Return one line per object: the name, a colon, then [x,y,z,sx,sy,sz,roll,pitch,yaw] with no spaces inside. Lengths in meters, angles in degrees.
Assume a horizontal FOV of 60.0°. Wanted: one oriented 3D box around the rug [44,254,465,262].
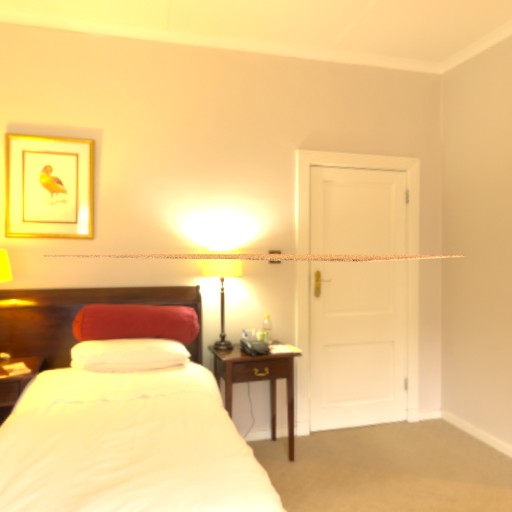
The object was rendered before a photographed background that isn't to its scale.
rug: [0.000,0.000,4.227,3.200,0.012,2.438,1,1,36]
